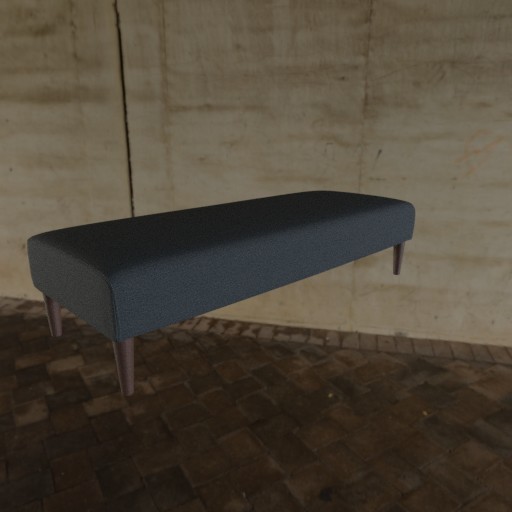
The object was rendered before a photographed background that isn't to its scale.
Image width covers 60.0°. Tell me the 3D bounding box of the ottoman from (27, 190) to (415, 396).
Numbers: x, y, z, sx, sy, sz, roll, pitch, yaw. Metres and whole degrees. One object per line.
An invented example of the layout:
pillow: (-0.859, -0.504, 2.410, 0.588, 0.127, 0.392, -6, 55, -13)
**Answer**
ottoman: (0.000, 0.000, 1.877, 1.609, 0.393, 0.646, -15, 22, -42)
